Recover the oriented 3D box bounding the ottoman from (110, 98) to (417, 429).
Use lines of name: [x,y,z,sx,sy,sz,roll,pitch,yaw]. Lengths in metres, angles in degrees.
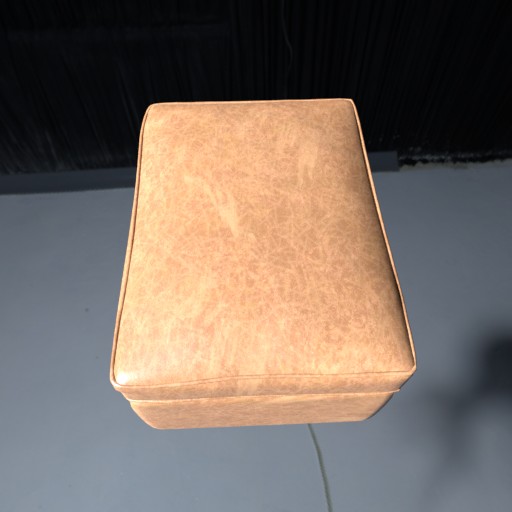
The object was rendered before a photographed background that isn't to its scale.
ottoman: [0.000,0.000,1.113,0.554,0.468,0.756,-2,58,-1]
